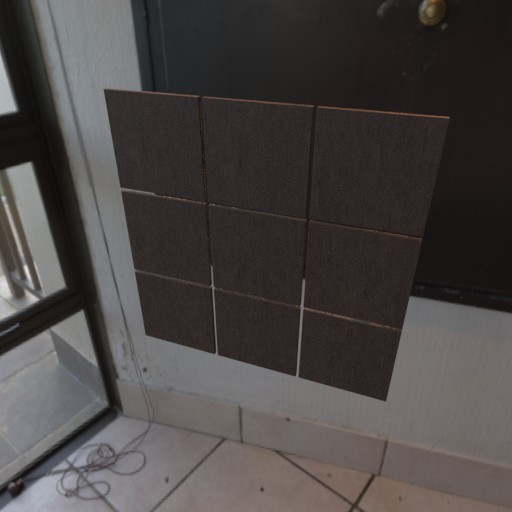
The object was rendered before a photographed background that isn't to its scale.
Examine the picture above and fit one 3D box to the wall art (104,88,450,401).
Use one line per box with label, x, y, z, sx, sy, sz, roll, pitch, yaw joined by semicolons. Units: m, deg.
wall art;0.000;0.000;1.356;0.915;0.914;0.013;11;33;18
